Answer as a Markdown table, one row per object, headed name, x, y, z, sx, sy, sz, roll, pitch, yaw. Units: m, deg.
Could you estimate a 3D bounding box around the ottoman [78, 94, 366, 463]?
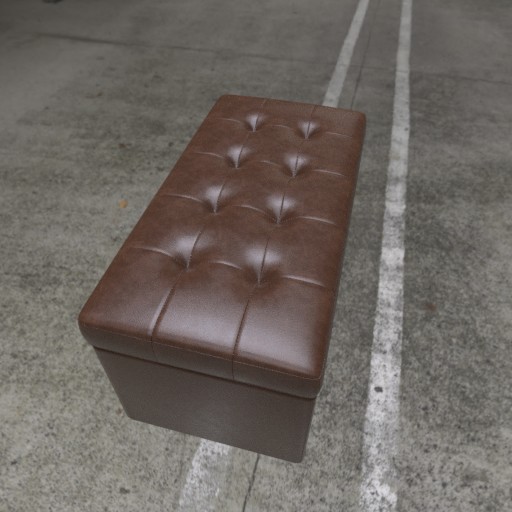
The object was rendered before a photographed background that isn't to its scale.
| name | x | y | z | sx | sy | sz | roll | pitch | yaw |
| --- | --- | --- | --- | --- | --- | --- | --- | --- | --- |
| ottoman | 0.000 | 0.000 | 1.140 | 0.432 | 0.470 | 0.838 | 11 | 48 | 10 |
